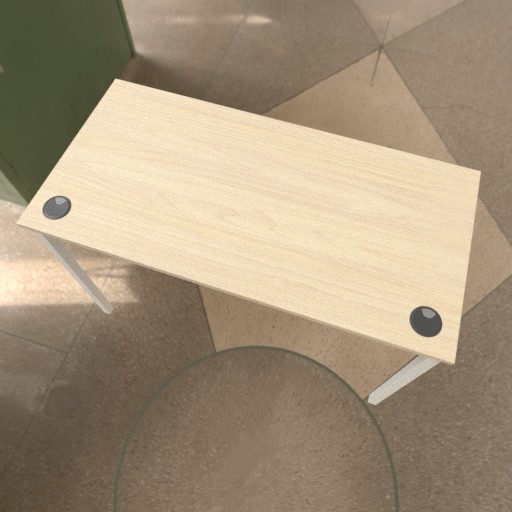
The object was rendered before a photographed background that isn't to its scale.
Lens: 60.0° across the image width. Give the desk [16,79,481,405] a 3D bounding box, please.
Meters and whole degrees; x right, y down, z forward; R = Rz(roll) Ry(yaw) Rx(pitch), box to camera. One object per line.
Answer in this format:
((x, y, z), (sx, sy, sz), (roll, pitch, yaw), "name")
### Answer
((0.000, 0.000, 1.598), (1.200, 0.750, 0.600), (17, 64, 9), "desk")
